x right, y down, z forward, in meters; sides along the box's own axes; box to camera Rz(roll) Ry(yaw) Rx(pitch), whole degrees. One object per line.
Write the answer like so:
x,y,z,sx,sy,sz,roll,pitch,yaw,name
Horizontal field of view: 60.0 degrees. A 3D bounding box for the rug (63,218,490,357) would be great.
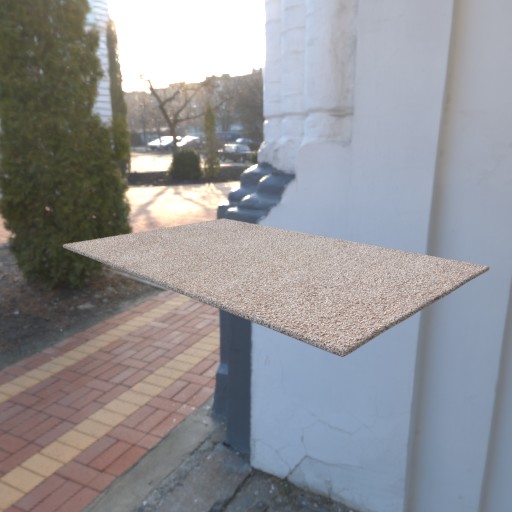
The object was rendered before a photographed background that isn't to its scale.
0.000,0.000,3.339,2.743,0.030,1.778,14,20,43,rug
